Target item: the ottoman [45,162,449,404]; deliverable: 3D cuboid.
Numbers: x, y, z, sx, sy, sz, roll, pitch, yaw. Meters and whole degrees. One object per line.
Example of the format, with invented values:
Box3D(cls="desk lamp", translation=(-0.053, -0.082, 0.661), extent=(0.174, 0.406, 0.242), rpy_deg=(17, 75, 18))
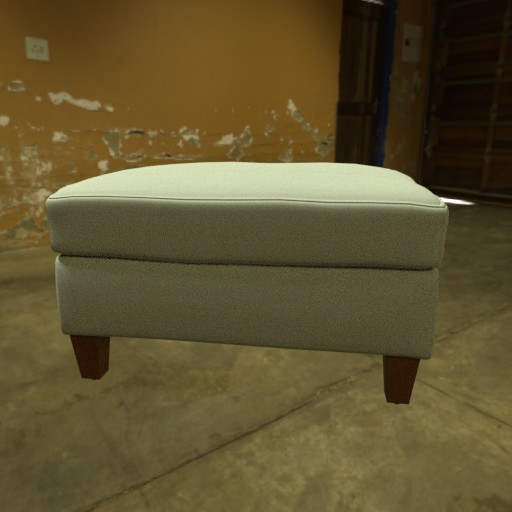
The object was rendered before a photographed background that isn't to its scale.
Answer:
Box3D(cls="ottoman", translation=(0.000, 0.000, 1.198), extent=(0.818, 0.496, 0.634), rpy_deg=(2, 15, 8))
